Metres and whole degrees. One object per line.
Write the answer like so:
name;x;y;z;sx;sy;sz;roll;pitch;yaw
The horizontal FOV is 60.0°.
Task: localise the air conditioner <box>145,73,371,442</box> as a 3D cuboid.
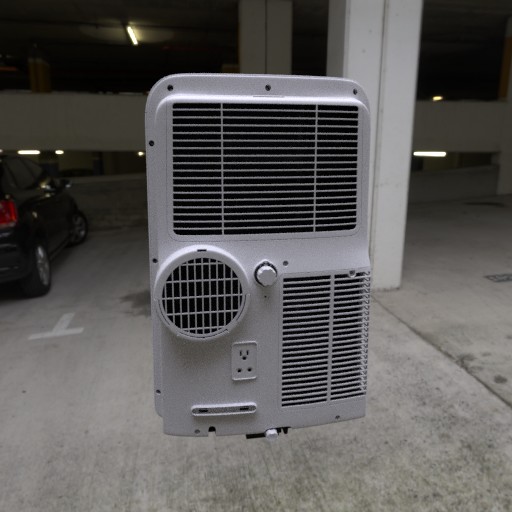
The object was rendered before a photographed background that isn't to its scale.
air conditioner;0.000;0.000;0.959;0.454;0.700;0.365;-2;14;-10
